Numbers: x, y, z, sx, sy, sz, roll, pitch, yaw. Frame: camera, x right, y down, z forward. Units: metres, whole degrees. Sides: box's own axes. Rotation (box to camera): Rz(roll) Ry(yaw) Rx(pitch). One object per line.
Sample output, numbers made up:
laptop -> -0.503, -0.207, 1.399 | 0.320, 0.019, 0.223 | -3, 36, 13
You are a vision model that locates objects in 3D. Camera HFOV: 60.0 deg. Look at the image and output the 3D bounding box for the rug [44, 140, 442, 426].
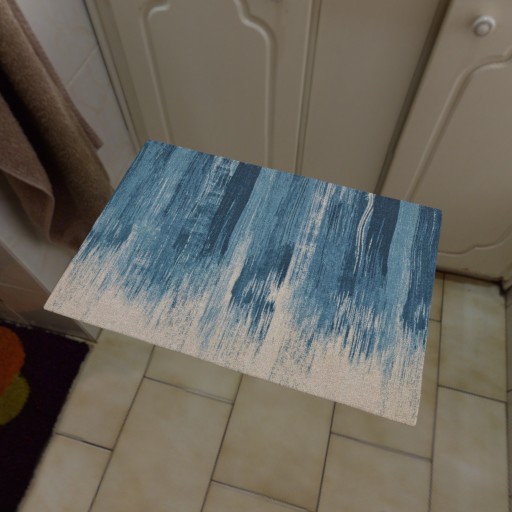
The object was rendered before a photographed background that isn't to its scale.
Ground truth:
rug -> 0.000, 0.000, 2.351 | 1.836, 0.009, 1.232 | 15, 60, 9
